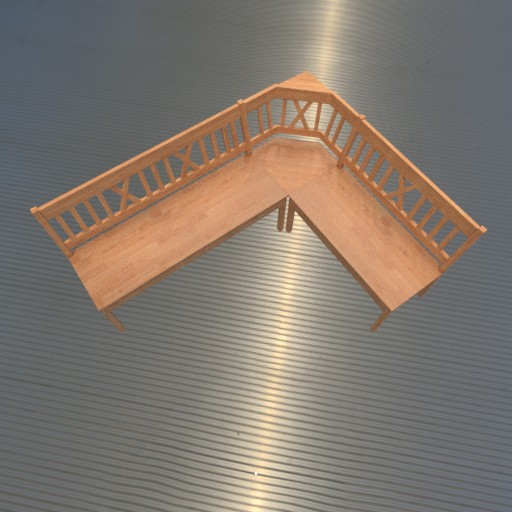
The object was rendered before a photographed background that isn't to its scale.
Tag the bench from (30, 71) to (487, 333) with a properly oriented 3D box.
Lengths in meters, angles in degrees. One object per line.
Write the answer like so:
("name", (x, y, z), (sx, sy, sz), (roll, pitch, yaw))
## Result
("bench", (0.000, 0.000, 2.793), (1.937, 0.902, 1.537), (-33, 68, -15))
